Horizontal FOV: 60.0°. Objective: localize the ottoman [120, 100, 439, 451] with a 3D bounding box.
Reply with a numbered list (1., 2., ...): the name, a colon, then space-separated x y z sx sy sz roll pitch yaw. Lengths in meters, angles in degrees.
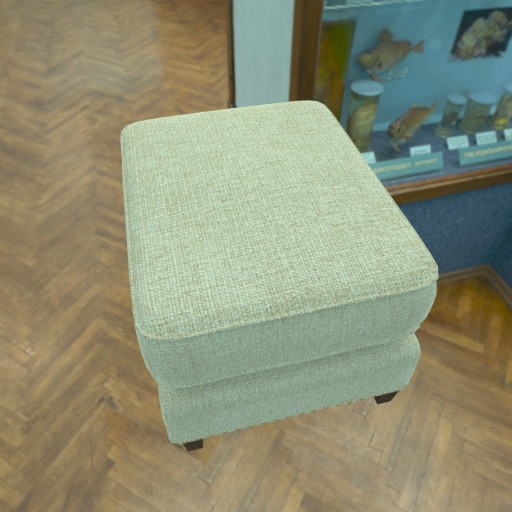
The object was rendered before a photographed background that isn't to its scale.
1. ottoman: 0.000 0.000 1.141 0.589 0.537 0.738 -10 48 -9
